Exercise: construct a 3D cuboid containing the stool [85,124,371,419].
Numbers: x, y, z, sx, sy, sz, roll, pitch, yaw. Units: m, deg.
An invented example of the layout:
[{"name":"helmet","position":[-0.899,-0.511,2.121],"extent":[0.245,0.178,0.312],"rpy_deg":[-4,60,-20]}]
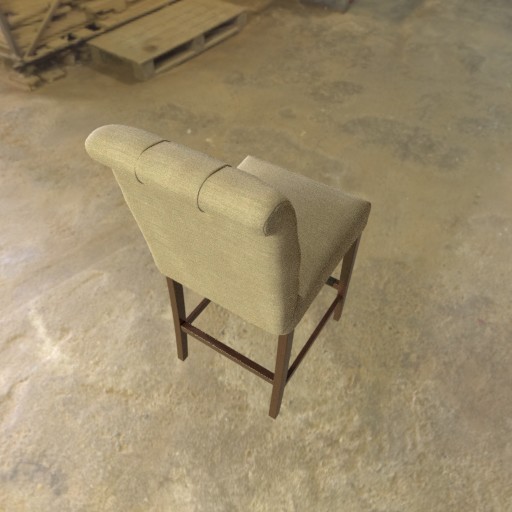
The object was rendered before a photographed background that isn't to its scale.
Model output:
[{"name":"stool","position":[0.000,0.000,1.415],"extent":[0.486,1.084,0.660],"rpy_deg":[26,53,21]}]
